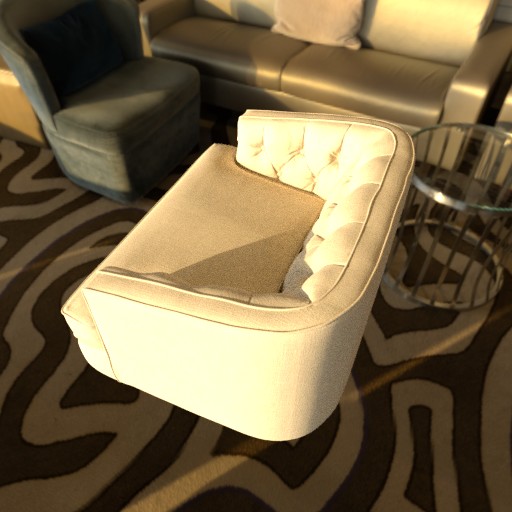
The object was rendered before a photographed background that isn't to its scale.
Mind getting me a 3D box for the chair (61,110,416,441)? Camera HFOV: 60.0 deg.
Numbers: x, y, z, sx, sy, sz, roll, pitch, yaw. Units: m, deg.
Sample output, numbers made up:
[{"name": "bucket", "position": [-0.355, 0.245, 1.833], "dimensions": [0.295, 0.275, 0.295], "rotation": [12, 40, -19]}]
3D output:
[{"name": "chair", "position": [0.000, 0.000, 1.672], "dimensions": [0.914, 0.787, 1.118], "rotation": [18, 49, 16]}]
